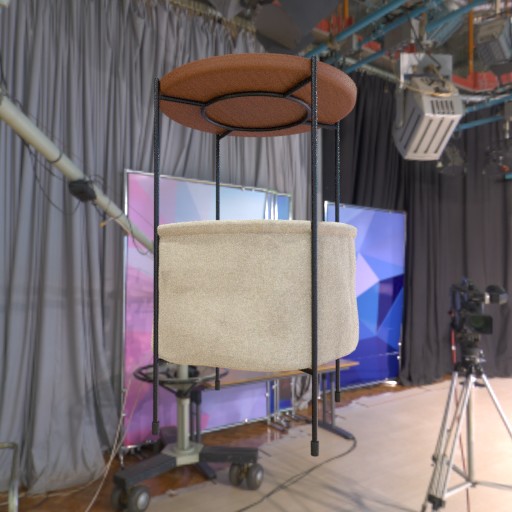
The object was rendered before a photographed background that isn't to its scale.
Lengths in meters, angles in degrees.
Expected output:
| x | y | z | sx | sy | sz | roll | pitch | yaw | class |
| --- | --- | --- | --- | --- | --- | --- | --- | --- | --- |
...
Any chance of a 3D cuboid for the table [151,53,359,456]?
| x | y | z | sx | sy | sz | roll | pitch | yaw | class |
| --- | --- | --- | --- | --- | --- | --- | --- | --- | --- |
| 0.000 | 0.000 | 0.868 | 0.393 | 0.623 | 0.393 | 0 | -1 | 18 | table |
